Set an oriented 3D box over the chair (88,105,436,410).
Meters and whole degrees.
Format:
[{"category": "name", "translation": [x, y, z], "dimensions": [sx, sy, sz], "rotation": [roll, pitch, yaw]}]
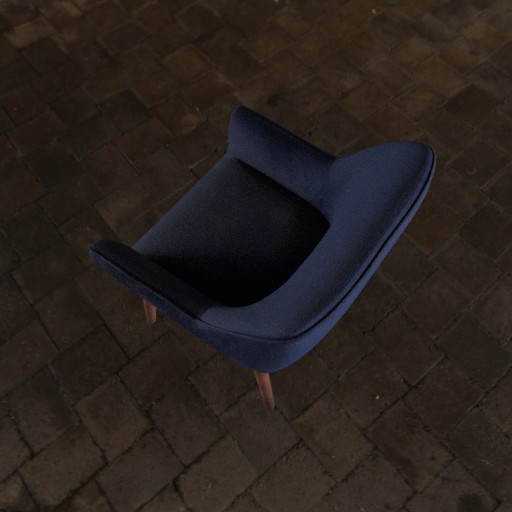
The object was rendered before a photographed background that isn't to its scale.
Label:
[{"category": "chair", "translation": [0.000, 0.000, 1.220], "dimensions": [0.600, 0.820, 0.600], "rotation": [34, 68, 16]}]
